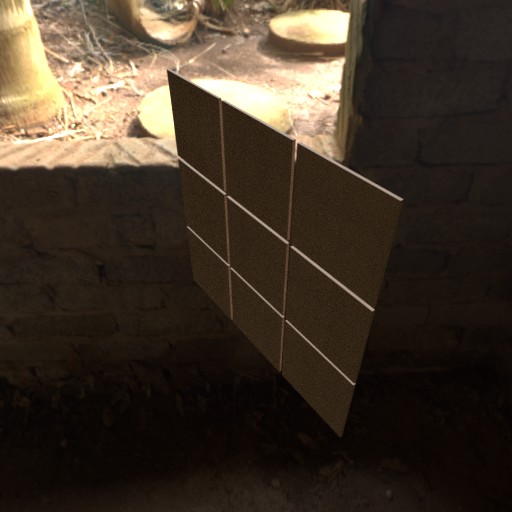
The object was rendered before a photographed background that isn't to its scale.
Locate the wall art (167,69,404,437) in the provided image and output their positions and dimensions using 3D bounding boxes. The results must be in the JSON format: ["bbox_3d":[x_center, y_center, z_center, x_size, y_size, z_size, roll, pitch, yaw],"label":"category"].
[{"bbox_3d":[0.000,0.000,1.879,0.013,1.218,1.219,-26,47,-27],"label":"wall art"}]
